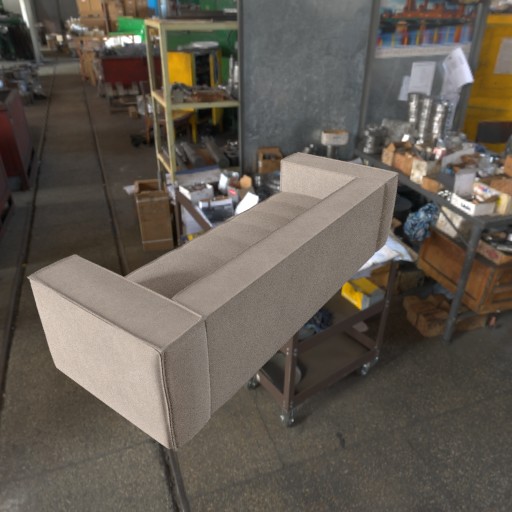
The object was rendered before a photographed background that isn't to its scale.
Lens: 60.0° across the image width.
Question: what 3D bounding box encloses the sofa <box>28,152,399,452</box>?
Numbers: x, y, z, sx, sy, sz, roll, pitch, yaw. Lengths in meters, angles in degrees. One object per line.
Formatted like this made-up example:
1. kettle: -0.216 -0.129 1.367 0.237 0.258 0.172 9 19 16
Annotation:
1. sofa: 0.000 0.000 3.099 1.038 0.680 2.697 20 35 31
